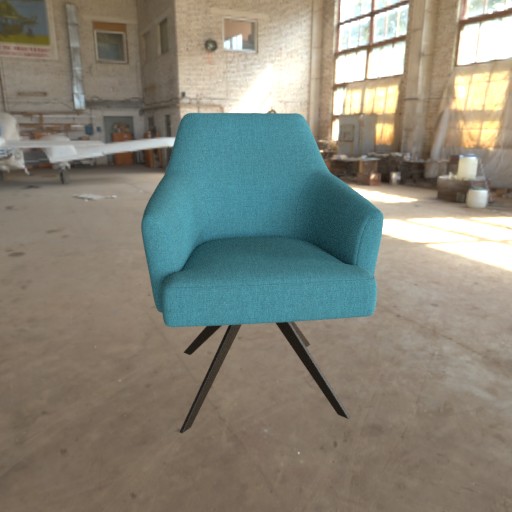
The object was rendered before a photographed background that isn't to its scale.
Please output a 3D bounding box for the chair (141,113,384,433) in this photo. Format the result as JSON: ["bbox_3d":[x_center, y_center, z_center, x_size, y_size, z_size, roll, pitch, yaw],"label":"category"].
[{"bbox_3d":[0.000,0.000,1.383,0.642,0.874,0.677,-2,16,-7],"label":"chair"}]
